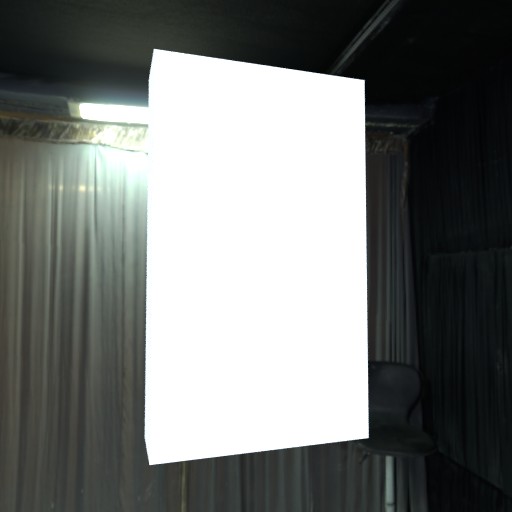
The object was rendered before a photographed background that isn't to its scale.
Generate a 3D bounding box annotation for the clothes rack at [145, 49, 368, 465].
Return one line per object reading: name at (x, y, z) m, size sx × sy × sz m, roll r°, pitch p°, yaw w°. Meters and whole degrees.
clothes rack at (0.000, 0.000, 1.594) m, size 0.750 × 1.280 × 0.250 m, roll 1°, pitch -3°, yaw -17°
